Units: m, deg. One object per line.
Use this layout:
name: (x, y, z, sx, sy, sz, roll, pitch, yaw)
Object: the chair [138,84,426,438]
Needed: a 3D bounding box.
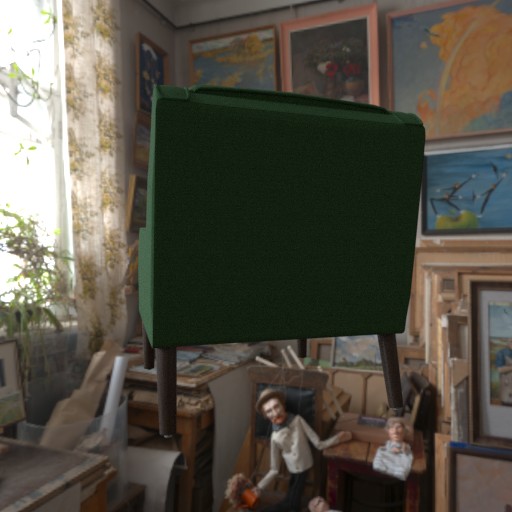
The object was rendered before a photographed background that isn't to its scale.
chair: (0.000, 0.000, 1.335, 0.663, 0.792, 0.743, 0, 0, -17)
